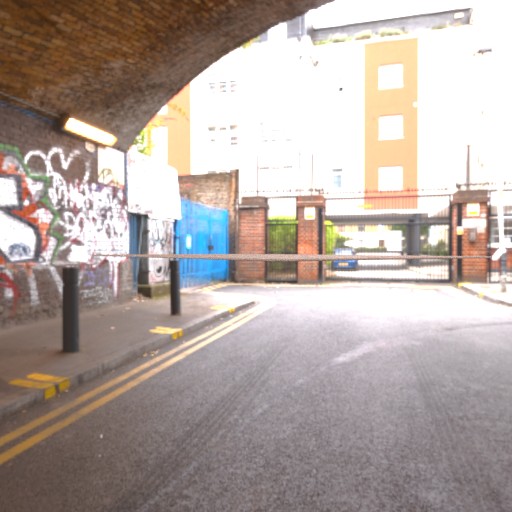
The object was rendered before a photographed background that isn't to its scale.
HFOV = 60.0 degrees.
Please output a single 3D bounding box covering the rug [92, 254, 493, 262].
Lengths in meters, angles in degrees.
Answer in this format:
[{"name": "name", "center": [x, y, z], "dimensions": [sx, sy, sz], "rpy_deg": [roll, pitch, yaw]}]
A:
[{"name": "rug", "center": [0.000, 0.000, 3.036], "dimensions": [1.512, 0.009, 2.457], "rpy_deg": [0, 1, -36]}]
